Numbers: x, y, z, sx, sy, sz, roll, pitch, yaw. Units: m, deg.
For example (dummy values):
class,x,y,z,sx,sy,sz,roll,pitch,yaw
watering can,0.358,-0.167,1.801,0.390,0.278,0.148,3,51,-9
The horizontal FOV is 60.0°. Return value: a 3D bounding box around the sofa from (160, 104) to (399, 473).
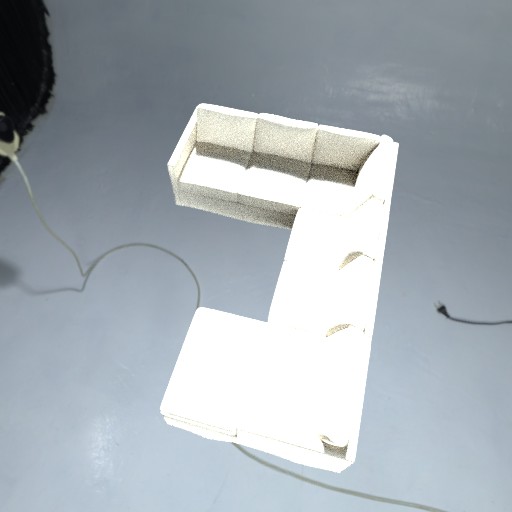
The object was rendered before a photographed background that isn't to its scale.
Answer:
class,x,y,z,sx,sy,sz,roll,pitch,yaw
sofa,0.000,0.000,4.511,2.427,0.882,3.460,13,59,8
